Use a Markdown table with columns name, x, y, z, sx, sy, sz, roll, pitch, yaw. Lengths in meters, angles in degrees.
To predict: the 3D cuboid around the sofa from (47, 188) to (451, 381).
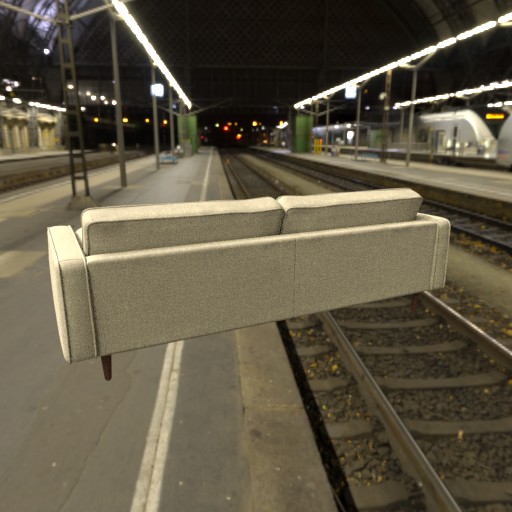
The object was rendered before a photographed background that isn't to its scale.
| name | x | y | z | sx | sy | sz | roll | pitch | yaw |
| --- | --- | --- | --- | --- | --- | --- | --- | --- | --- |
| sofa | 0.000 | 0.000 | 2.623 | 2.211 | 0.762 | 0.914 | -7 | 16 | -26 |
